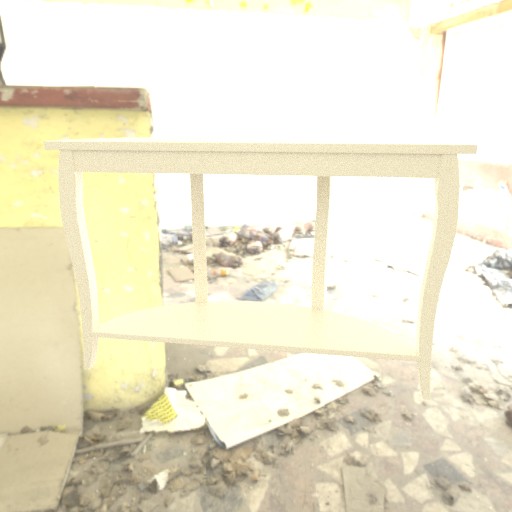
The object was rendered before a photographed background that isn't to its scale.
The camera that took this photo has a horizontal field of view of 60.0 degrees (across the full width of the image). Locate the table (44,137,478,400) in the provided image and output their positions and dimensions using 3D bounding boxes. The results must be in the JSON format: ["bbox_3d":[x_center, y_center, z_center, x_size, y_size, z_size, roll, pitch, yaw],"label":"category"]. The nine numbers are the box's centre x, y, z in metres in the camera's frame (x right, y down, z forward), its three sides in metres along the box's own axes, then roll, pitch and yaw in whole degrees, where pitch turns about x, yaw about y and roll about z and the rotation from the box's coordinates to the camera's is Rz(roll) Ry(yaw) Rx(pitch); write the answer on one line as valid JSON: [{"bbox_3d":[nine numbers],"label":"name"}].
[{"bbox_3d":[0.000,0.000,1.532,1.219,0.780,0.394,3,18,8],"label":"table"}]
